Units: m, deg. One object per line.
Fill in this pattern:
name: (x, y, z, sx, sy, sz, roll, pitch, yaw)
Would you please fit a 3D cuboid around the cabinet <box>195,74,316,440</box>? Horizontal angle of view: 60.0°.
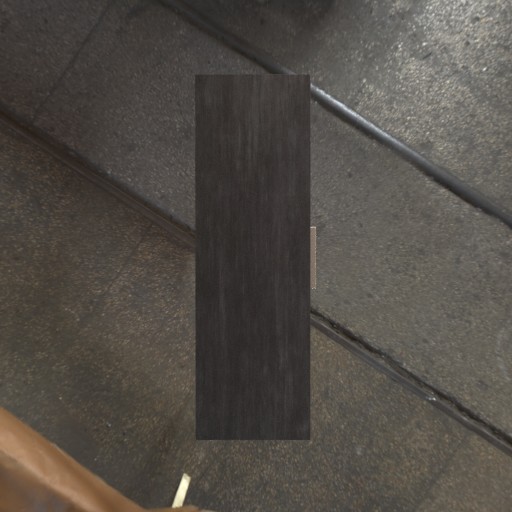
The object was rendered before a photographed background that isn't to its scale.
cabinet: (0.000, 0.000, 1.548, 0.250, 1.280, 0.750, 0, 90, 0)
